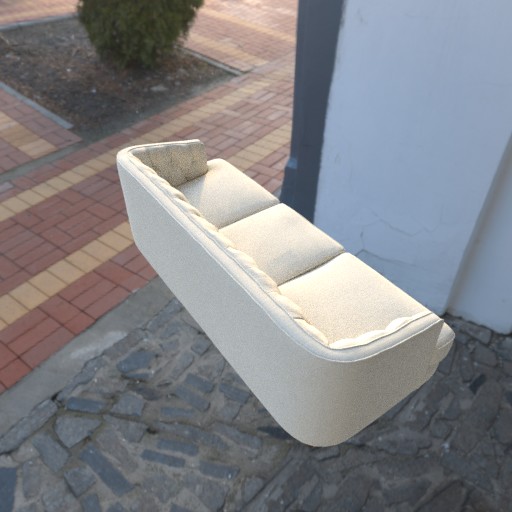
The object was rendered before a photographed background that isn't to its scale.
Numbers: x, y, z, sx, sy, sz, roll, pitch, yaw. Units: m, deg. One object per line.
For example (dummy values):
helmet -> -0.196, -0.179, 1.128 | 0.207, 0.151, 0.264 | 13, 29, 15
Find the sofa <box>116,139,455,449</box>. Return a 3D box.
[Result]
sofa -> 0.000, 0.000, 2.758 | 0.941, 0.855, 2.278 | -25, 47, -26
